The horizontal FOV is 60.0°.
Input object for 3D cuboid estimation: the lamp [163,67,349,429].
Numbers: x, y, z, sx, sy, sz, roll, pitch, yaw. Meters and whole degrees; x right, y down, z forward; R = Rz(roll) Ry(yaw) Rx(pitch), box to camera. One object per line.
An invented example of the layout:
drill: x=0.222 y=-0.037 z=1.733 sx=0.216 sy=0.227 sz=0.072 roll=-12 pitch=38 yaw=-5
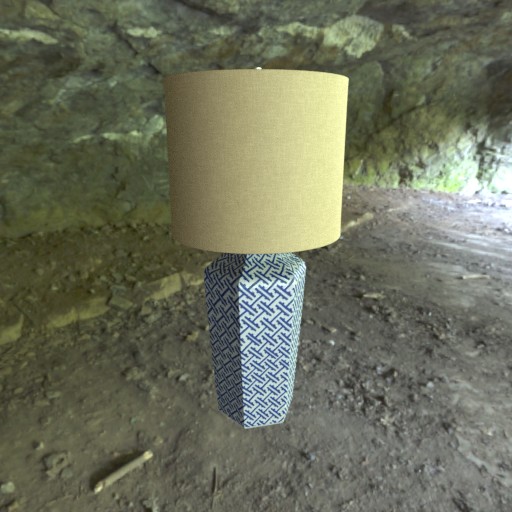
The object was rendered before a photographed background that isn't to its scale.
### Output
lamp: x=0.000 y=0.000 z=0.868 sx=0.320 sy=0.682 sz=0.320 roll=-2 pitch=16 yaw=-8
